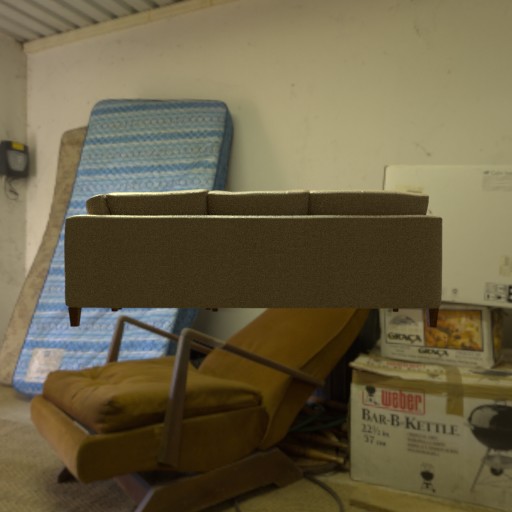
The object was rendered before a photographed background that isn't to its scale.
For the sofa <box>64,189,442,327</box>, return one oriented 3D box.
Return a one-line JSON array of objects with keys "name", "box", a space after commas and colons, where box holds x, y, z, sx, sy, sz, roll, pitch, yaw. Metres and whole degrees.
[{"name": "sofa", "box": [0.000, 0.000, 4.685, 2.594, 0.961, 3.460, 0, 0, 1]}]
